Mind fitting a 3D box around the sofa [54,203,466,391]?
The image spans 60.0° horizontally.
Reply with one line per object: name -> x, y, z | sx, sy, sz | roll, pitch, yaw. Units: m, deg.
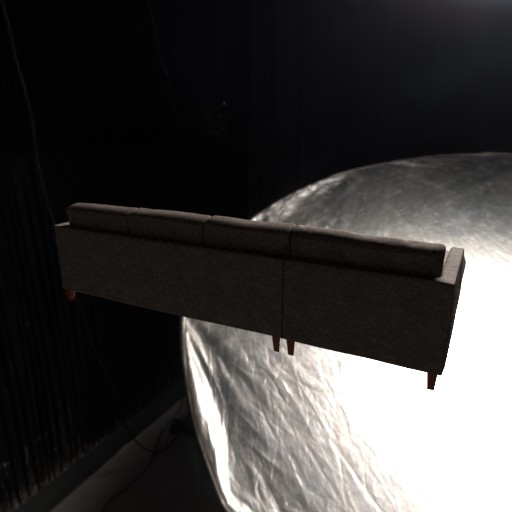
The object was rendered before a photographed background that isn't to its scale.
sofa -> 0.000, 0.000, 4.104 | 3.471, 0.954, 1.606 | 8, 18, 26
